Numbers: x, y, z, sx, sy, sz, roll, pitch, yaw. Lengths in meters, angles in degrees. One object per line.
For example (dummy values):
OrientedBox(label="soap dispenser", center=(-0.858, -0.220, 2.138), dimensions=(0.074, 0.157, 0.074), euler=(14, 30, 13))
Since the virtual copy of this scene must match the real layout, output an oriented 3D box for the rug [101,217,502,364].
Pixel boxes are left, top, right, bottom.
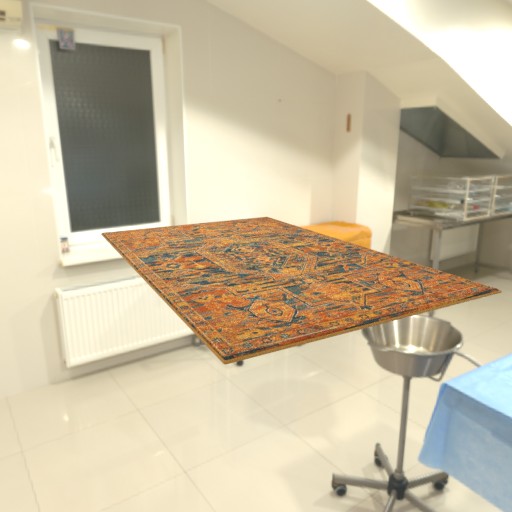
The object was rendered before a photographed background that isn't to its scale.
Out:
OrientedBox(label="rug", center=(0.000, 0.000, 1.048), dimensions=(0.557, 0.008, 0.863), euler=(-8, 17, -27))
